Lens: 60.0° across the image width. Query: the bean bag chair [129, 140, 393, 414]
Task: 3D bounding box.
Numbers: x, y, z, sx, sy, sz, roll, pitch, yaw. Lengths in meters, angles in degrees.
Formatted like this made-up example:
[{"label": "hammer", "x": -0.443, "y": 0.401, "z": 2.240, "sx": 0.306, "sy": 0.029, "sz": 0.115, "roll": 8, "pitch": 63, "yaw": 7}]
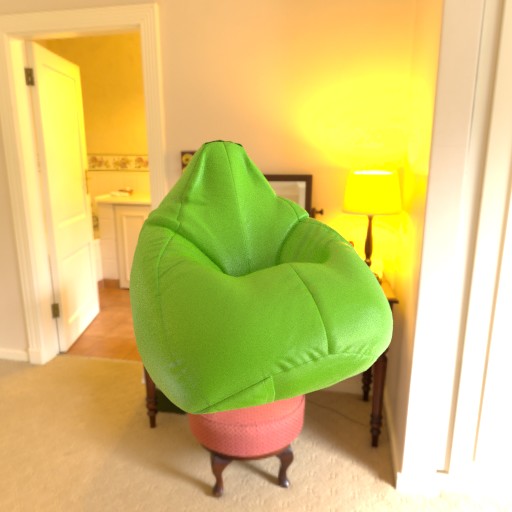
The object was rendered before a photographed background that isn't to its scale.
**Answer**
[{"label": "bean bag chair", "x": 0.000, "y": 0.000, "z": 1.922, "sx": 1.070, "sy": 0.990, "sz": 1.070, "roll": -7, "pitch": 15, "yaw": -27}]
